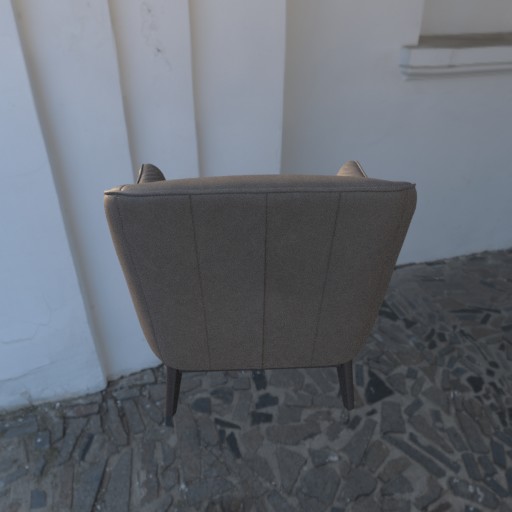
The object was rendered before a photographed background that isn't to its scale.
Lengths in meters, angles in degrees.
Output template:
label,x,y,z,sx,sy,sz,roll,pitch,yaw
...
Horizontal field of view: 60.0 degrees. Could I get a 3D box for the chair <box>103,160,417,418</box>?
label,x,y,z,sx,sy,sz,roll,pitch,yaw
chair,0.000,0.000,1.511,0.871,0.830,0.852,-1,30,-2
